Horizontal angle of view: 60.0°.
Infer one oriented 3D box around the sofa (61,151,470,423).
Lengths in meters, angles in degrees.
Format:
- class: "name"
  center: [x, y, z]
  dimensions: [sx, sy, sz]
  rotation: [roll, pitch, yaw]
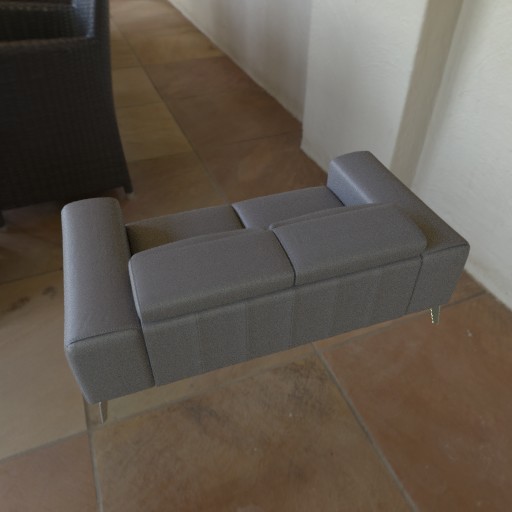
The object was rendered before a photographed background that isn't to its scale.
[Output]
- class: "sofa"
  center: [0.000, 0.000, 2.426]
  dimensions: [1.930, 0.753, 1.024]
  rotation: [-13, 43, -14]
